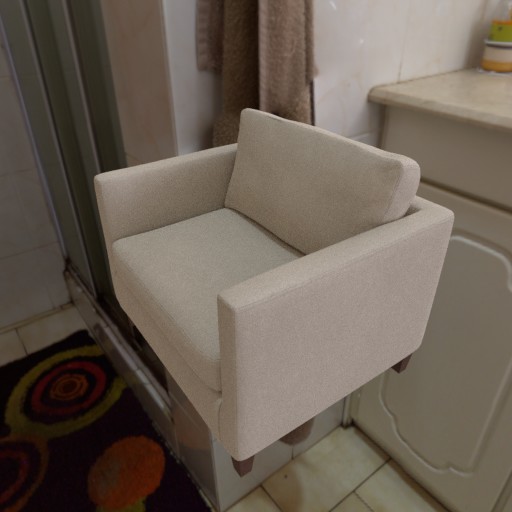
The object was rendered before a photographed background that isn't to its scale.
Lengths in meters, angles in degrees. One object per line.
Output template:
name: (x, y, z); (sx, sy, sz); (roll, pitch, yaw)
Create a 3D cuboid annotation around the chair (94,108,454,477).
chair: (0.000, 0.000, 1.808); (0.959, 0.961, 1.107); (-21, 38, -29)
